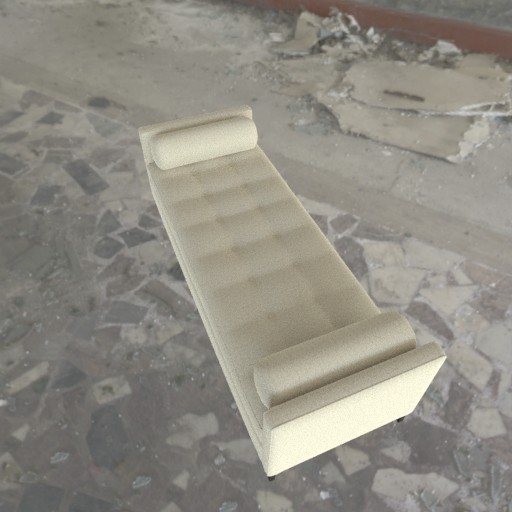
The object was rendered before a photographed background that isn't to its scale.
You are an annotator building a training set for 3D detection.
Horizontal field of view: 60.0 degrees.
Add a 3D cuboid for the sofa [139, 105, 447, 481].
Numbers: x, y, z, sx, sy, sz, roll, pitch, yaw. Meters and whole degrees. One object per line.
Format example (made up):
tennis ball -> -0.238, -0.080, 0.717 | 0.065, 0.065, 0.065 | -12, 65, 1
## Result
sofa -> 0.000, 0.000, 2.375 | 0.746, 0.641, 1.985 | -17, 50, -15
